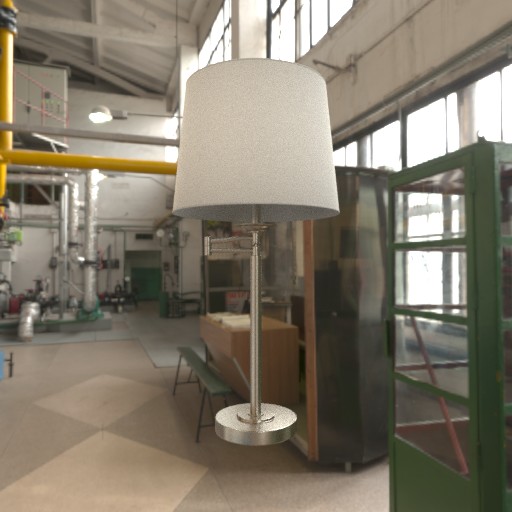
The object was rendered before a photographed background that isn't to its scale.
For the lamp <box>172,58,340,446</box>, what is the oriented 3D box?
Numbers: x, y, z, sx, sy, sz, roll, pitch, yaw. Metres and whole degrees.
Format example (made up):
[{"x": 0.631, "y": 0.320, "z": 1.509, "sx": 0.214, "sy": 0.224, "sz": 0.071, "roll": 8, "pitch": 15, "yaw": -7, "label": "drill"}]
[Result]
[{"x": 0.000, "y": 0.000, "z": 0.895, "sx": 0.333, "sy": 0.696, "sz": 0.333, "roll": 0, "pitch": -1, "yaw": 0, "label": "lamp"}]
